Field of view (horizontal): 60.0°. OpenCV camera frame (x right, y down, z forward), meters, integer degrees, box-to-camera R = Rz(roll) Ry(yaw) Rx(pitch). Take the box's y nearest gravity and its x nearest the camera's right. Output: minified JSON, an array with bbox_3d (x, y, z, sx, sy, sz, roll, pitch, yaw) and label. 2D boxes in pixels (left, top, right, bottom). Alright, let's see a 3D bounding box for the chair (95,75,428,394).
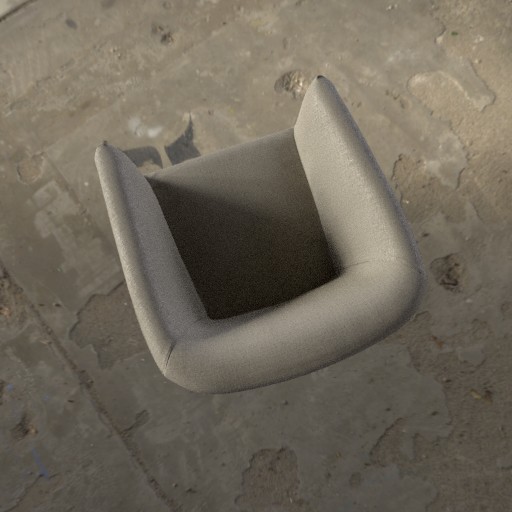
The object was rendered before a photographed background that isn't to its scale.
[{"bbox_3d":[0.000,0.000,1.248,0.600,0.771,0.668,-19,76,-5],"label":"chair"}]
